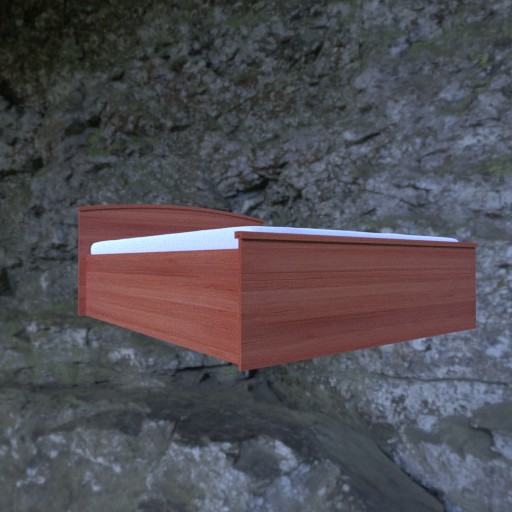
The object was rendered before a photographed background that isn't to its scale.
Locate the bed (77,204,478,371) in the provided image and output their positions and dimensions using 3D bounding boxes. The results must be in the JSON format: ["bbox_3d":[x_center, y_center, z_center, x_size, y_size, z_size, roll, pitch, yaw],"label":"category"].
[{"bbox_3d":[0.000,0.000,2.885,1.683,0.848,2.053,1,-1,-37],"label":"bed"}]
